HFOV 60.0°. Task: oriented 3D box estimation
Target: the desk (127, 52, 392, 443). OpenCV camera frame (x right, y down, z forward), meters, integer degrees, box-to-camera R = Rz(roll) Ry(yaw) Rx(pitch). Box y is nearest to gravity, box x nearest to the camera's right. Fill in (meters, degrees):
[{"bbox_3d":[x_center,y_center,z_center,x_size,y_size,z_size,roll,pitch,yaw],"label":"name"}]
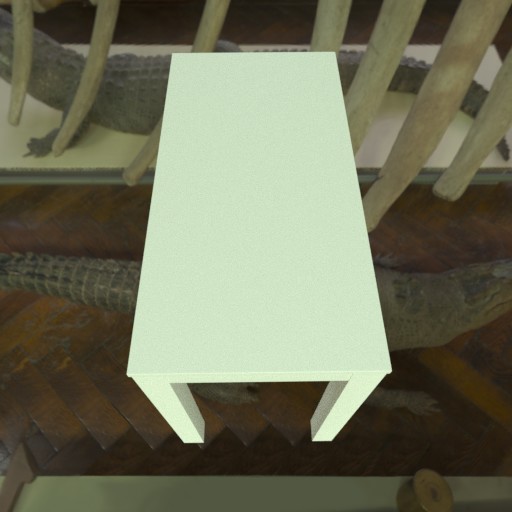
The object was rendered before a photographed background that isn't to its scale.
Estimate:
[{"bbox_3d":[0.000,0.000,1.415,0.497,0.762,0.990,-1,58,0],"label":"desk"}]
